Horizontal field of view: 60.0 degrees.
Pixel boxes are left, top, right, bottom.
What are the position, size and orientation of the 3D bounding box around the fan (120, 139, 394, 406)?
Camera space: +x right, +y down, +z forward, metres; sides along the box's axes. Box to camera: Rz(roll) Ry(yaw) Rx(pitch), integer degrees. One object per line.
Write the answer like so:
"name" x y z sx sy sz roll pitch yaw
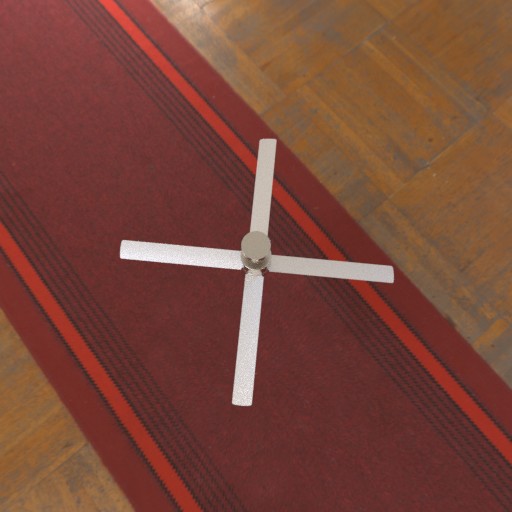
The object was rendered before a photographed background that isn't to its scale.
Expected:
"fan" 0.000 0.000 2.028 1.322 0.355 1.322 5 75 1
